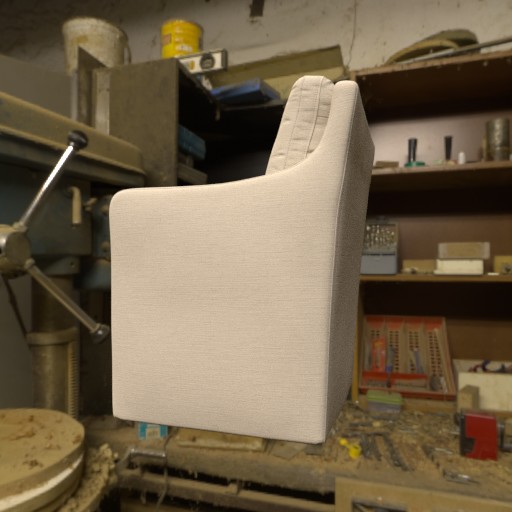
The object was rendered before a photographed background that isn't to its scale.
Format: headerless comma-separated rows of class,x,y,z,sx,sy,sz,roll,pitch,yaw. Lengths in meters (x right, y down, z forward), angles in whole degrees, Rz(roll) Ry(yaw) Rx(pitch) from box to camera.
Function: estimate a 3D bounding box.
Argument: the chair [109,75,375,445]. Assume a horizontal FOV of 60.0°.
chair,0.000,0.000,1.398,0.694,0.914,0.626,0,-1,19
